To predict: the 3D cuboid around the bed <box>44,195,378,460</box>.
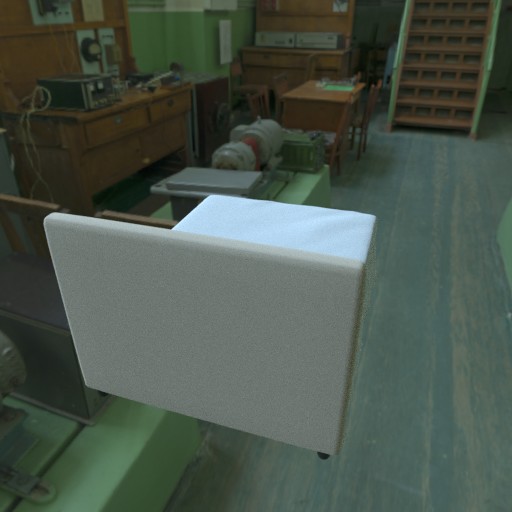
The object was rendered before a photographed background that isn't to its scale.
[{"bbox_3d":[0.000,0.000,3.286,1.748,1.330,2.142,9,31,16],"label":"bed"}]
